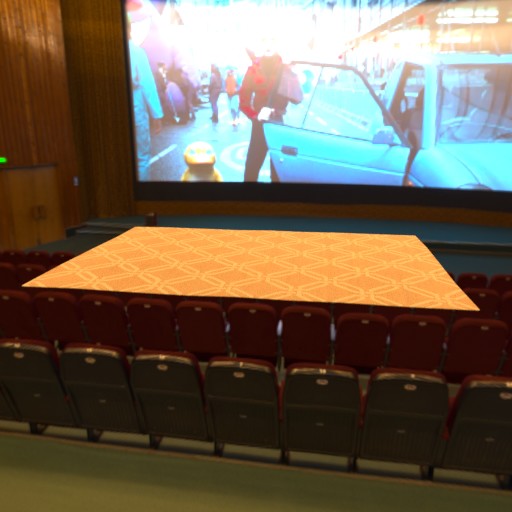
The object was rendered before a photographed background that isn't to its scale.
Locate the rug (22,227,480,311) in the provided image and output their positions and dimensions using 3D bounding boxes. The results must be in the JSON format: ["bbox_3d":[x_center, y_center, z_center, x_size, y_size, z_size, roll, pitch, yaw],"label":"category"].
[{"bbox_3d":[0.000,0.000,2.190,1.745,0.010,1.146,2,16,8],"label":"rug"}]
